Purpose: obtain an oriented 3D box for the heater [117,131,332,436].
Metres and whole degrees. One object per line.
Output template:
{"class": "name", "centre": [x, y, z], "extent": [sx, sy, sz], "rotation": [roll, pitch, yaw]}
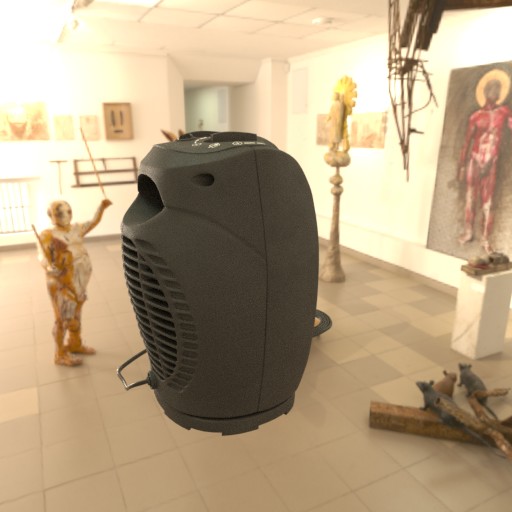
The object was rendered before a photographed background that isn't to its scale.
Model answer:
{"class": "heater", "centre": [0.000, 0.000, 0.468], "extent": [0.291, 0.255, 0.239], "rotation": [-8, 18, -26]}
